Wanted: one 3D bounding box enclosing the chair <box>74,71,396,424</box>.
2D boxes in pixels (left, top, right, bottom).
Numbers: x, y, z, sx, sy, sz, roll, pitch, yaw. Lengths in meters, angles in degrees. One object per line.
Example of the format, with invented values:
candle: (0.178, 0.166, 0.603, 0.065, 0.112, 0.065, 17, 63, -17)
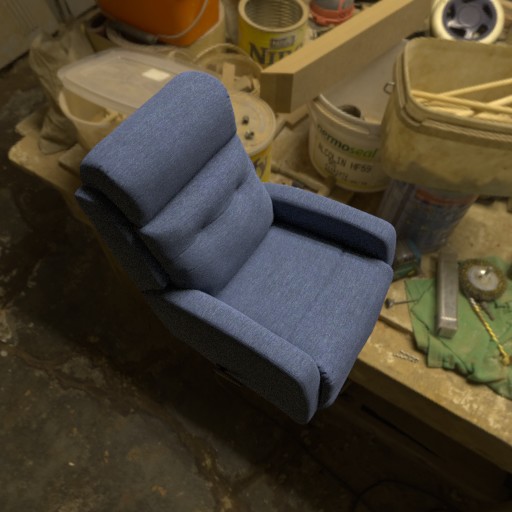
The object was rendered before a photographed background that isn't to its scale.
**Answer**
chair: (0.000, 0.000, 1.727, 1.043, 1.013, 0.798, 29, 63, 17)
